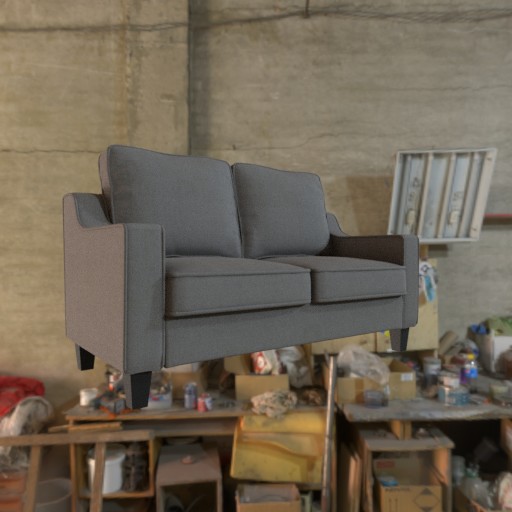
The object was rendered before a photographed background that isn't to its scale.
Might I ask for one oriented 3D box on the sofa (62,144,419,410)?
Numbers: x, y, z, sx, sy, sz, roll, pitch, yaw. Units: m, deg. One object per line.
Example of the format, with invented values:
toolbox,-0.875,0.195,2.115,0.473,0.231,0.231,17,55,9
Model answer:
sofa,0.000,0.000,2.042,1.500,0.948,0.791,0,0,-37
